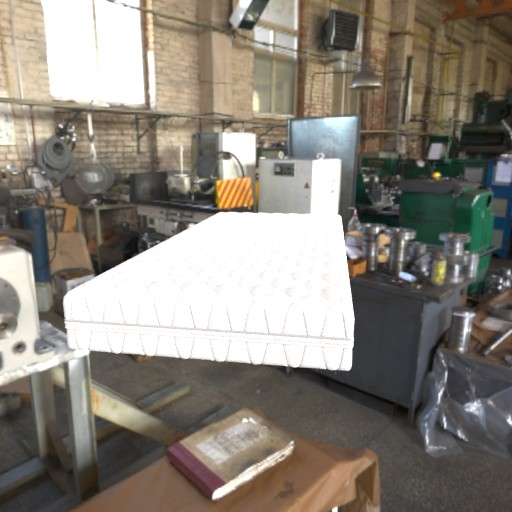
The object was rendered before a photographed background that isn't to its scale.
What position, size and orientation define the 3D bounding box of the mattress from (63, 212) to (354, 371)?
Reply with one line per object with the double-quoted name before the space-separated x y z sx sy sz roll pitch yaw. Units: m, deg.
"mattress" 0.000 0.000 2.283 0.900 0.200 2.000 2 13 9
